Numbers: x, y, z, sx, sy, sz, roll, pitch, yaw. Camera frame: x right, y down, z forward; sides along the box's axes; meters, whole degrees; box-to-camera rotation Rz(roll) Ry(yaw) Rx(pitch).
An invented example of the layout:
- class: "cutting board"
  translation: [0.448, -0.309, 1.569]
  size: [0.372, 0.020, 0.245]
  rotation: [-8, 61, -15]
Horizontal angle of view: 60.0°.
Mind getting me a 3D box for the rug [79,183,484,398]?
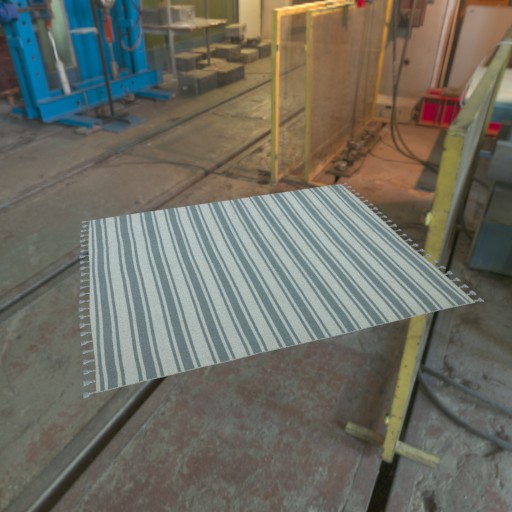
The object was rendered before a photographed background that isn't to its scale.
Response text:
- class: "rug"
  translation: [0.000, 0.000, 4.219]
  size: [3.201, 0.005, 2.439]
  rotation: [-10, 35, -15]
